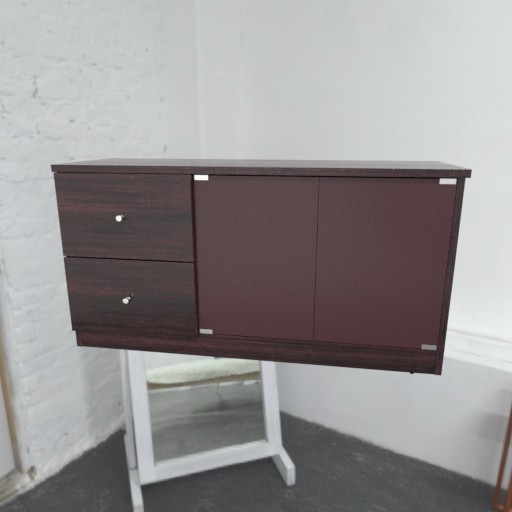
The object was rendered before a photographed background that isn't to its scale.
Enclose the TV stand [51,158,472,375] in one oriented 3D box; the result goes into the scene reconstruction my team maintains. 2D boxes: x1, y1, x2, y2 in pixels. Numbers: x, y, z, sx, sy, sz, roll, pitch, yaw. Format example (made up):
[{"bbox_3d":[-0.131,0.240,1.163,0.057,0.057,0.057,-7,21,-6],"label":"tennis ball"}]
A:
[{"bbox_3d":[0.000,0.000,1.493,1.192,0.614,0.404,2,15,9],"label":"TV stand"}]
